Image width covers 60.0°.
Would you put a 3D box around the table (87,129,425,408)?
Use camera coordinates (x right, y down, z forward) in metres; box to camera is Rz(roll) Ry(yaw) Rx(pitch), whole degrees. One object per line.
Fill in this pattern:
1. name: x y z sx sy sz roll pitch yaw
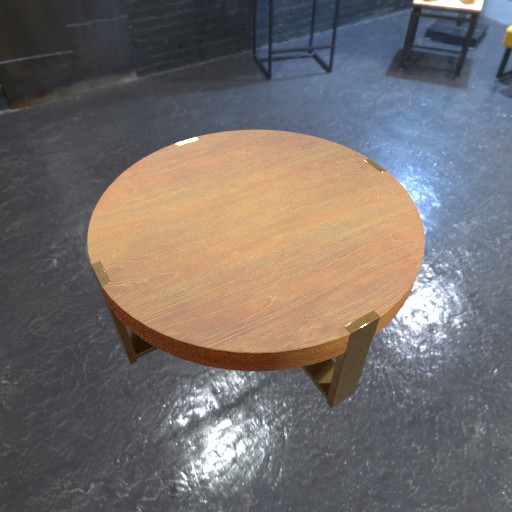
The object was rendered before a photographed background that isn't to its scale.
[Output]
1. table: 0.000 0.000 1.648 1.100 0.420 1.100 0 45 0
